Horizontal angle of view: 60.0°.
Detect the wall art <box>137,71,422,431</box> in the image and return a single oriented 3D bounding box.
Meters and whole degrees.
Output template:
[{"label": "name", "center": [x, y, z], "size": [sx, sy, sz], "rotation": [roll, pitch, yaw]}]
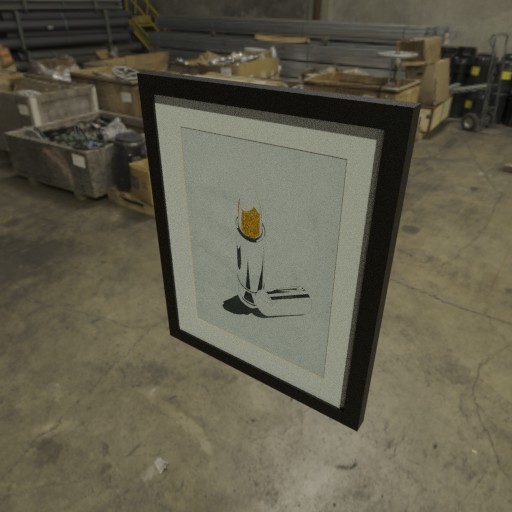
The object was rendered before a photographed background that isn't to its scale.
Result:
[{"label": "wall art", "center": [0.000, 0.000, 0.769], "size": [0.457, 0.559, 0.029], "rotation": [19, 36, 29]}]
